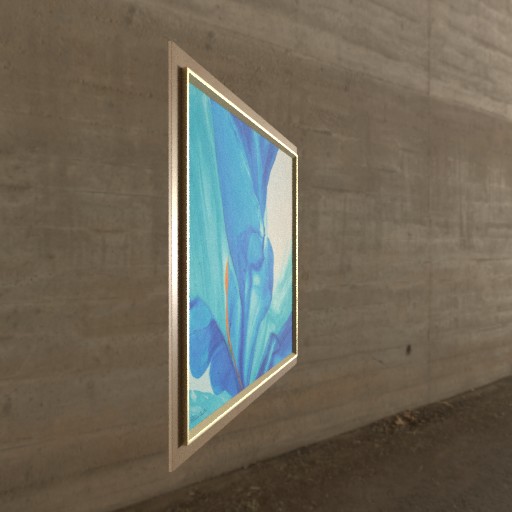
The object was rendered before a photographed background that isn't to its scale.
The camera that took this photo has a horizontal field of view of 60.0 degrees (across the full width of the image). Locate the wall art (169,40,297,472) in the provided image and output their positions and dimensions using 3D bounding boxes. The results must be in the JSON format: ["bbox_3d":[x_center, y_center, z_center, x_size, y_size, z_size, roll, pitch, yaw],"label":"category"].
[{"bbox_3d":[0.000,0.000,1.641,0.025,1.067,1.168,0,0,20],"label":"wall art"}]
